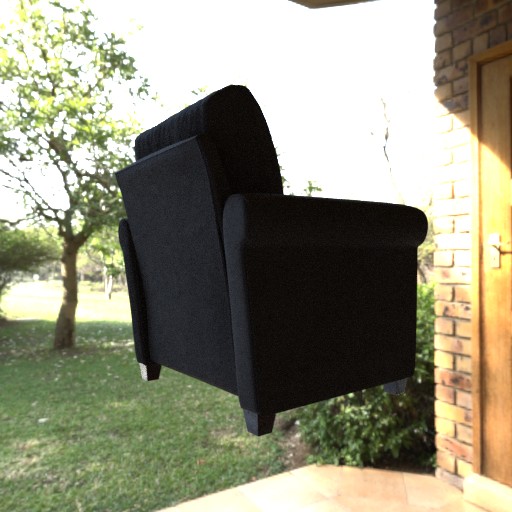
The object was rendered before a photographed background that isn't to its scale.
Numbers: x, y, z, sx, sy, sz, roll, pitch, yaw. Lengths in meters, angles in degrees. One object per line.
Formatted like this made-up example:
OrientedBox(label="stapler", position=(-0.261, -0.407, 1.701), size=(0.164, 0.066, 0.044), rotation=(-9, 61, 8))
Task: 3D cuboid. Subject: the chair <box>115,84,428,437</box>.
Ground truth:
OrientedBox(label="chair", position=(0.000, 0.000, 1.596), size=(0.828, 0.942, 0.867), rotation=(1, -1, -38))
